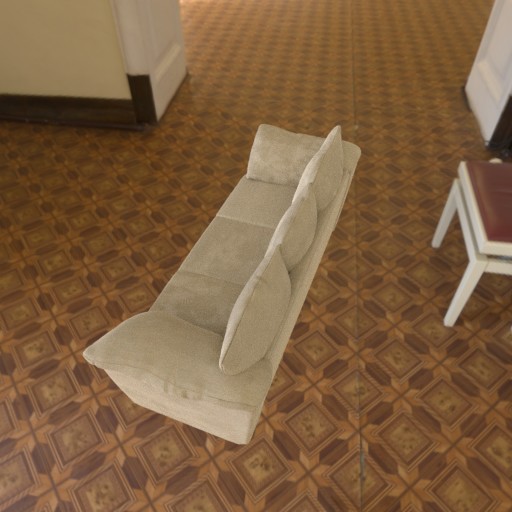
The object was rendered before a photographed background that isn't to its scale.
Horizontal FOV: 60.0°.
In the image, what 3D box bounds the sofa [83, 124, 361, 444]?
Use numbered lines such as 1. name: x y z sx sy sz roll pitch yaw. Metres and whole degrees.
1. sofa: 0.000 0.000 2.948 0.893 0.981 2.377 15 47 15
